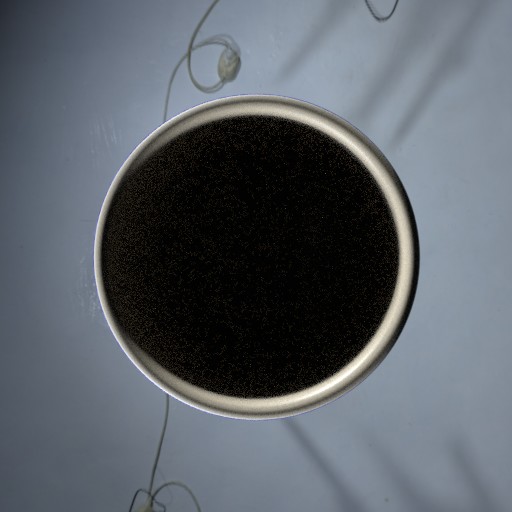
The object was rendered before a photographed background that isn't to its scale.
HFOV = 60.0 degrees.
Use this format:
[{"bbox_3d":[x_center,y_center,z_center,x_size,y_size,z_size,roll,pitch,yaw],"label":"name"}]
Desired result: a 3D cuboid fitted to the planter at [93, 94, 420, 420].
[{"bbox_3d":[0.000,0.000,0.200,0.109,0.112,0.109,0,91,0],"label":"planter"}]
